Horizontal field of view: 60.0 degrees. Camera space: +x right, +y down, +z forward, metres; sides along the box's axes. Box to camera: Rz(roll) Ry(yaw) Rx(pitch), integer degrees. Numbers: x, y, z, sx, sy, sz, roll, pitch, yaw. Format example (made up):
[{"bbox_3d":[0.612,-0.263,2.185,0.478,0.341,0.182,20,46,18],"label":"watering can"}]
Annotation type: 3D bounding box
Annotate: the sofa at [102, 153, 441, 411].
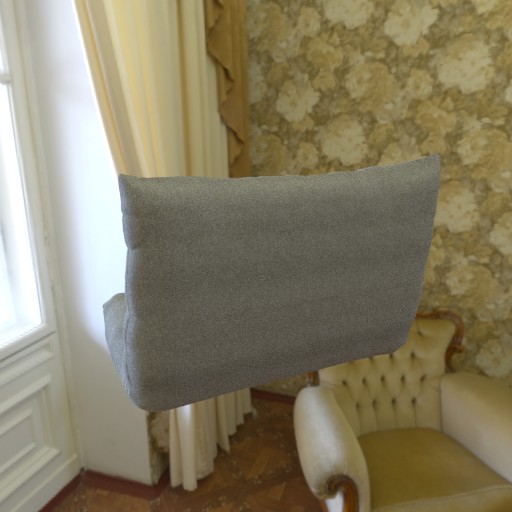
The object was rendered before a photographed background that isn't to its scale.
[{"bbox_3d":[0.000,0.000,1.750,1.144,0.795,0.847,-7,16,-25],"label":"sofa"}]
